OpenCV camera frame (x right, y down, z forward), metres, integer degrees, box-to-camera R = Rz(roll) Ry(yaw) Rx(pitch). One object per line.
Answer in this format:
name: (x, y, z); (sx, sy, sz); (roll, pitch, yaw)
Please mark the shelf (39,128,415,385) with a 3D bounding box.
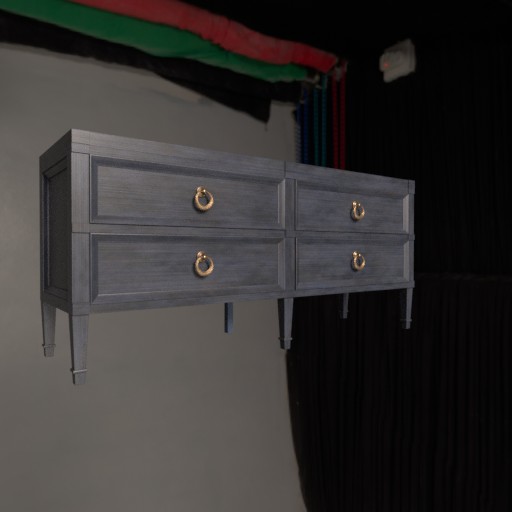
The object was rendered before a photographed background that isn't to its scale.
shelf: (0.000, 0.000, 1.864); (1.575, 0.719, 0.479); (-1, 1, -36)
